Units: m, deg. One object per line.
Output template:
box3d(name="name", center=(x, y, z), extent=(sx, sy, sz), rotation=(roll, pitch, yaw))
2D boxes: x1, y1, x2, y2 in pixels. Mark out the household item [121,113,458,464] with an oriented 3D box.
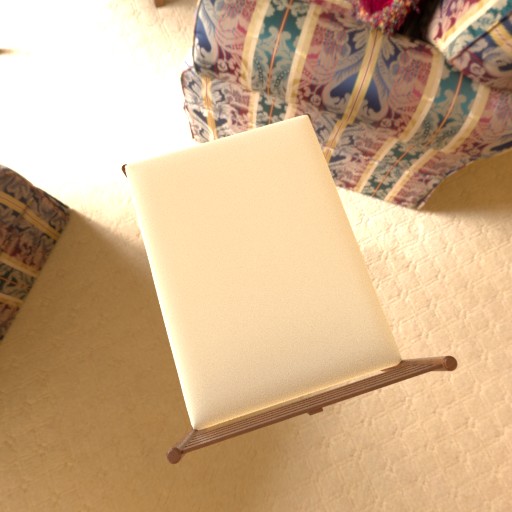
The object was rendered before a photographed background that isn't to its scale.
box3d(name="household item", center=(0.000, 0.000, 3.296), extent=(1.663, 1.356, 2.232), rotation=(-17, 76, -4))
